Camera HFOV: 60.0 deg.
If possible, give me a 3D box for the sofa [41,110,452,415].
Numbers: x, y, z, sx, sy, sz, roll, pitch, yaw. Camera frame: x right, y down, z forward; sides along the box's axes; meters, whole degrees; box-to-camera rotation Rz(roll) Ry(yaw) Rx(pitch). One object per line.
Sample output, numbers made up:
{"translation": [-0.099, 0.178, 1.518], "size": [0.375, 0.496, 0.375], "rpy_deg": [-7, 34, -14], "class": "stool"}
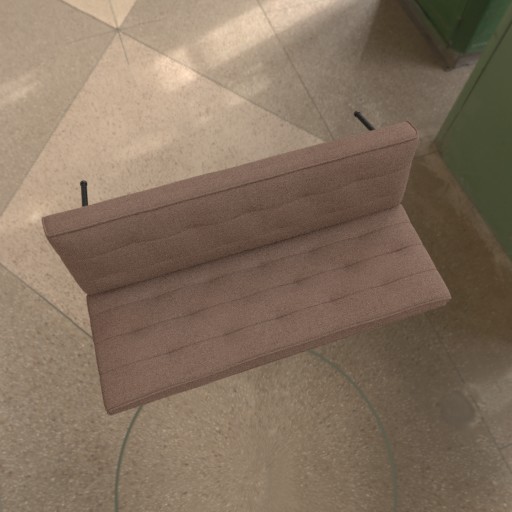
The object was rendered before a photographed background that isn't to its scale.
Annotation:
{"translation": [0.000, 0.000, 2.291], "size": [1.820, 0.810, 1.038], "rpy_deg": [-16, 65, -8], "class": "sofa"}
